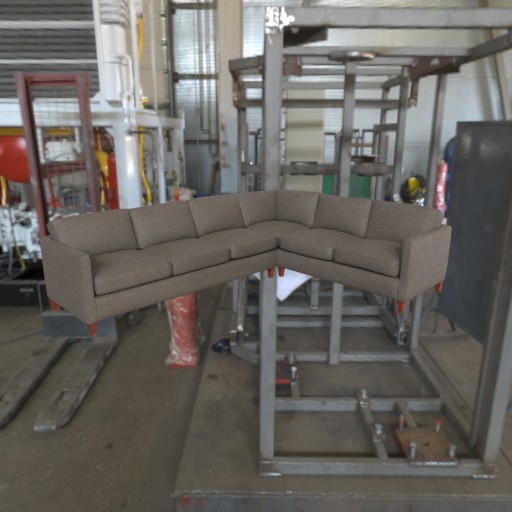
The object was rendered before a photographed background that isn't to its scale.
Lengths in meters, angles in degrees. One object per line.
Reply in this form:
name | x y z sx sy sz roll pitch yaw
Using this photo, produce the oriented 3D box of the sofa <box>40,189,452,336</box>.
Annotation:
sofa | 0.000 0.000 4.460 3.302 0.947 2.593 -15 22 -43
